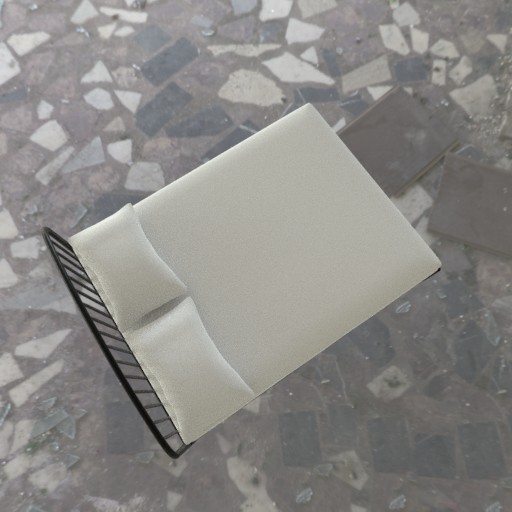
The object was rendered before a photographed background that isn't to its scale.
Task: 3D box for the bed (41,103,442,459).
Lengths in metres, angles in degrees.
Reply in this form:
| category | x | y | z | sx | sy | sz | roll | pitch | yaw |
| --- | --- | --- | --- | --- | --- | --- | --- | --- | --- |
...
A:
| category | x | y | z | sx | sy | sz | roll | pitch | yaw |
| --- | --- | --- | --- | --- | --- | --- | --- | --- | --- |
| bed | 0.000 | 0.000 | 3.118 | 2.159 | 1.166 | 1.618 | -33 | 76 | -9 |
